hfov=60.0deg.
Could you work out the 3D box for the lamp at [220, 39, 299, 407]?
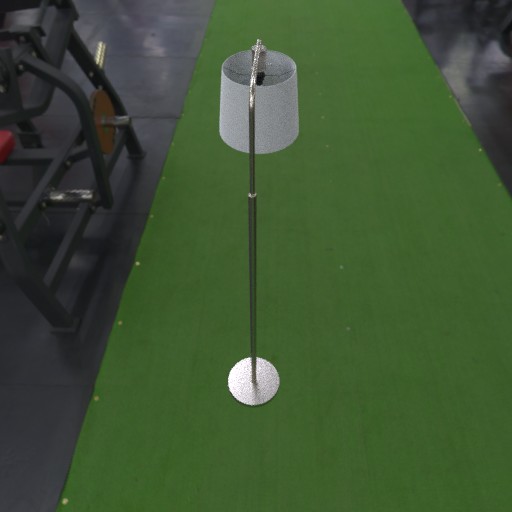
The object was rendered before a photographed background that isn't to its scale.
[{"bbox_3d":[0.000,0.000,1.669,0.254,1.478,0.508,3,46,3],"label":"lamp"}]
